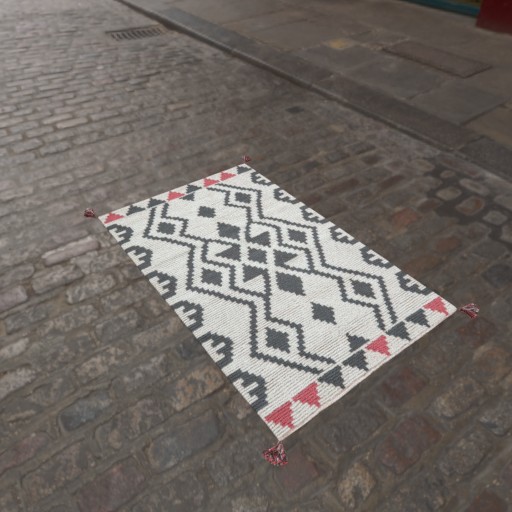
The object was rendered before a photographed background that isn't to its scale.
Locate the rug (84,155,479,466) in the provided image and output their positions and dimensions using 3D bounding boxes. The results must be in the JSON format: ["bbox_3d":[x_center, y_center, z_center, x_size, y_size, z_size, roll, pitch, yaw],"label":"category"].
[{"bbox_3d":[0.000,0.000,3.326,1.741,0.066,2.672,-26,47,-27],"label":"rug"}]
